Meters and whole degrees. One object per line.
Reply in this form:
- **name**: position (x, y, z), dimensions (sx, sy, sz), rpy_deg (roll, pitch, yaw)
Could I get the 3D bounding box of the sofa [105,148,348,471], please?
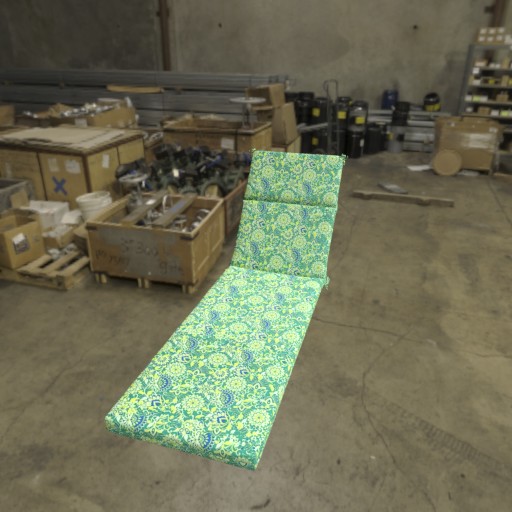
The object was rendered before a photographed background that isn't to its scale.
- **sofa**: position (0.000, 0.000, 1.962), dimensions (0.582, 0.622, 1.663), rpy_deg (8, 26, 16)
